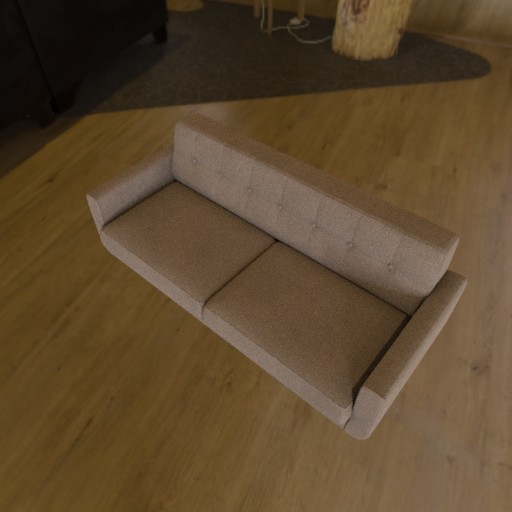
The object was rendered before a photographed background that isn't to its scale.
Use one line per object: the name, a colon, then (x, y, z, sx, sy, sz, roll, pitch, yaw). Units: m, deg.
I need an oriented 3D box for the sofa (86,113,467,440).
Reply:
sofa: (0.000, 0.000, 2.536, 2.029, 0.841, 0.909, 32, 54, 26)
